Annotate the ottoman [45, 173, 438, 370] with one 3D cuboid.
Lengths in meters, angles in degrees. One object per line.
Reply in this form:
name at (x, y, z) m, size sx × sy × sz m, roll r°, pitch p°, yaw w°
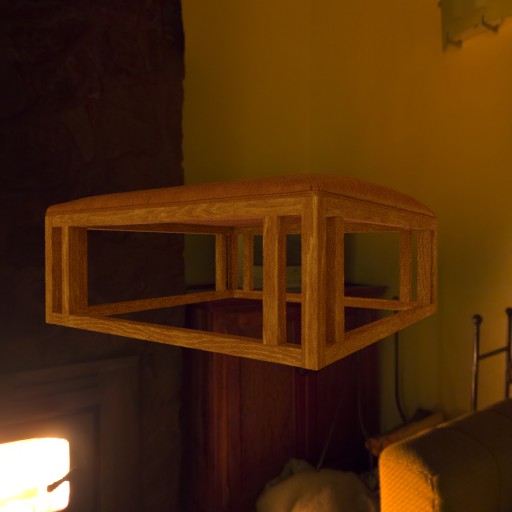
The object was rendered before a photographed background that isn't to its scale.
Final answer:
ottoman at (0.000, 0.000, 1.598) m, size 1.016 × 0.442 × 1.013 m, roll 1°, pitch 1°, yaw 35°
